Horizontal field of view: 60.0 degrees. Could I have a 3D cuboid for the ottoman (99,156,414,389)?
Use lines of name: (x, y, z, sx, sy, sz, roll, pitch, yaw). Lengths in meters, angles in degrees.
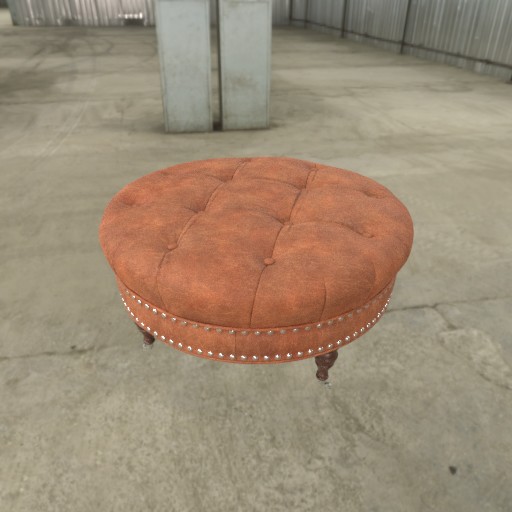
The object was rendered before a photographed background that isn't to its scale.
ottoman: (0.000, 0.000, 1.399, 0.901, 0.444, 0.901, 0, 31, 0)
